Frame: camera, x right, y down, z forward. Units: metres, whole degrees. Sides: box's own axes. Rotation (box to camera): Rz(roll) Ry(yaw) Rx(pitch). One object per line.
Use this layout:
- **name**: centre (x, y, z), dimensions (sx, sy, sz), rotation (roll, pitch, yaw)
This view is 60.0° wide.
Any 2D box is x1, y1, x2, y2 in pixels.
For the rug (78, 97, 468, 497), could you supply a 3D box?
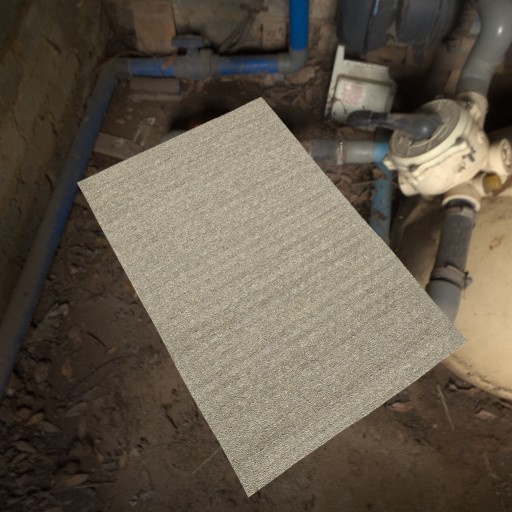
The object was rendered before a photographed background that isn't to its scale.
- **rug**: centre (0.000, 0.000, 2.866), dimensions (1.532, 0.018, 2.297), rotation (-29, 68, -13)
